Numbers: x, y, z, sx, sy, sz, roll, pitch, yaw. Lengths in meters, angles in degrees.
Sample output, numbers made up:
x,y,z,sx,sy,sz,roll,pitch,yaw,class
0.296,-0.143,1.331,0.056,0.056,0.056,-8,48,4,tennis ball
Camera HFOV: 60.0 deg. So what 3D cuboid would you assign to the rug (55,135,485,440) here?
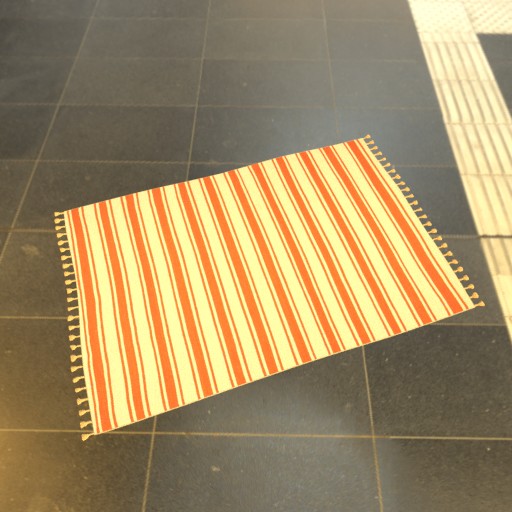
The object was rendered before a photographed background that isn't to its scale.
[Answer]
x,y,z,sx,sy,sz,roll,pitch,yaw,class
0.000,0.000,2.871,2.433,0.022,1.556,-16,59,-10,rug
